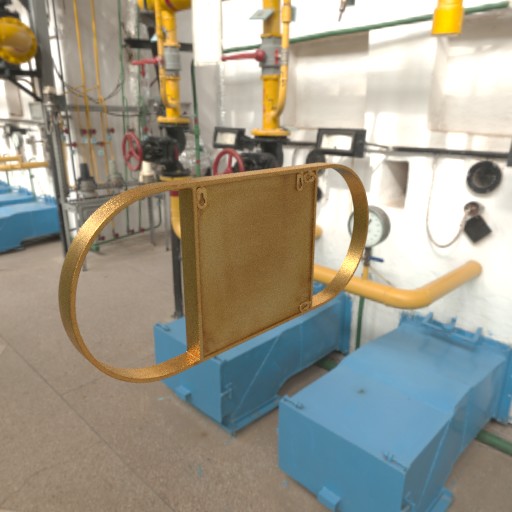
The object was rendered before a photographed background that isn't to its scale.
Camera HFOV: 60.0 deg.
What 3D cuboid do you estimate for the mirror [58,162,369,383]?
[{"bbox_3d":[0.000,0.000,0.677,0.584,0.254,0.032,-17,25,-42],"label":"mirror"}]
